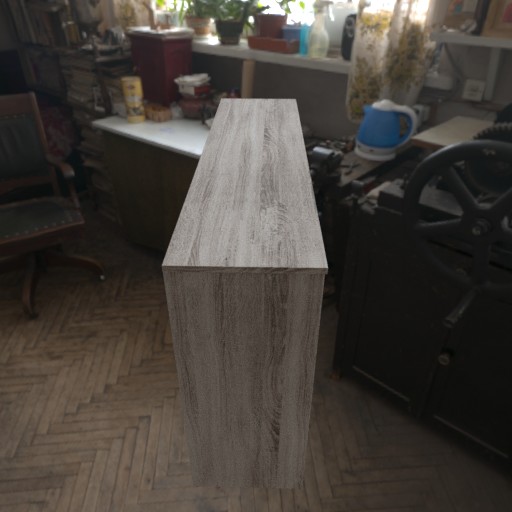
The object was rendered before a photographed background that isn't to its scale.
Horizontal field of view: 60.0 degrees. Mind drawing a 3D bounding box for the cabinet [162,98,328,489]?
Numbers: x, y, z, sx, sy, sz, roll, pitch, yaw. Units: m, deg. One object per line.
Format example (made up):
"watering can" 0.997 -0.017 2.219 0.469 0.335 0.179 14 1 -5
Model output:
"cabinet" 0.000 0.000 1.829 0.380 0.900 1.450 1 33 1
